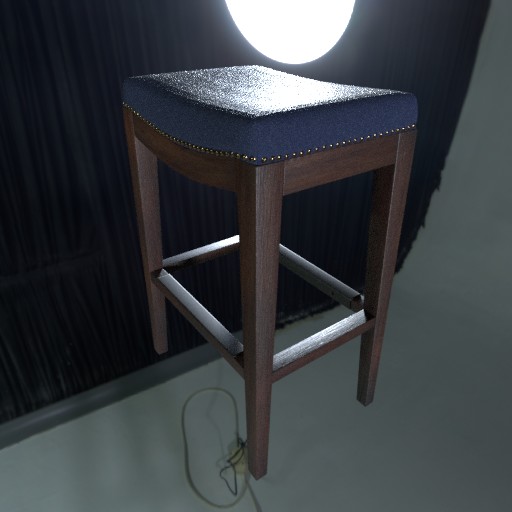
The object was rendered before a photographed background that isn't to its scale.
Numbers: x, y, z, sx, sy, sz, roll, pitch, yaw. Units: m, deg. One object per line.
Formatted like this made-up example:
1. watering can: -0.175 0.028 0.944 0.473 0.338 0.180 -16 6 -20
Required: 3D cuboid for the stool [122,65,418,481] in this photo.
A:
1. stool: 0.000 0.000 1.003 0.358 0.740 0.498 -20 36 -30
